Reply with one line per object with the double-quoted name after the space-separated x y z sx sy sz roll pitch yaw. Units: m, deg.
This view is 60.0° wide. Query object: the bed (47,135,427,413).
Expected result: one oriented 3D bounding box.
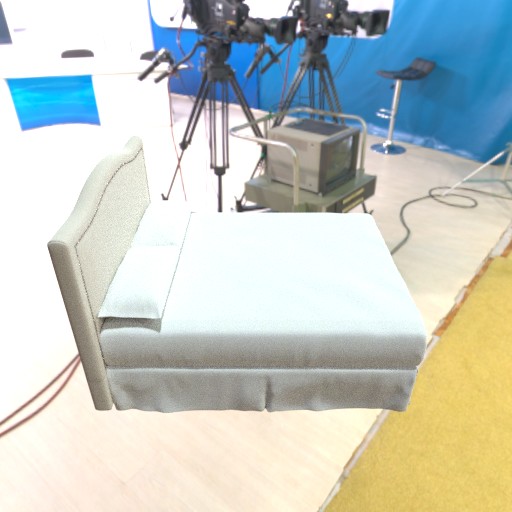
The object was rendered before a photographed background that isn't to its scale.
0.000 0.000 3.303 2.143 1.460 1.753 0 32 0 "bed"
